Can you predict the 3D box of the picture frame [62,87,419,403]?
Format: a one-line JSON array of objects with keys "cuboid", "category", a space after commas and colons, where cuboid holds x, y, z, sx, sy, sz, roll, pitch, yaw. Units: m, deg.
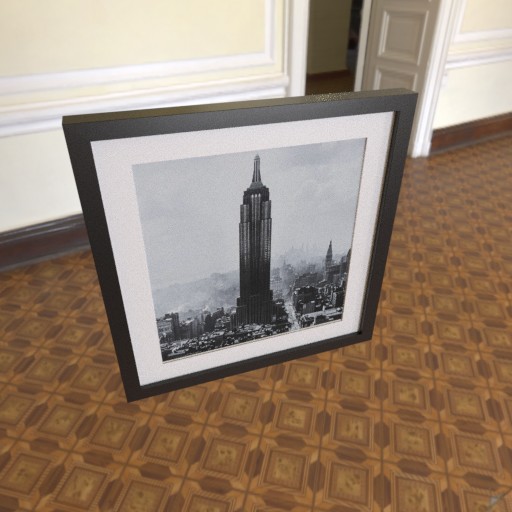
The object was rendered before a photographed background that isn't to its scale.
[{"cuboid": [0.000, 0.000, 0.527, 0.355, 0.353, 0.029, -10, 34, -16], "category": "picture frame"}]
